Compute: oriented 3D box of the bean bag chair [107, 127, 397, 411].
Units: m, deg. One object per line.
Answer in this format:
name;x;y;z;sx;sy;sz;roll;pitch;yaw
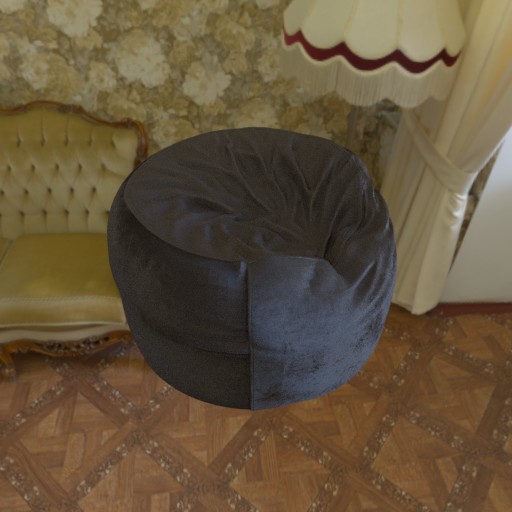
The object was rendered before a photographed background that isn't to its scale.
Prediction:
bean bag chair;0.000;0.000;1.495;0.918;0.605;0.918;0;40;0
